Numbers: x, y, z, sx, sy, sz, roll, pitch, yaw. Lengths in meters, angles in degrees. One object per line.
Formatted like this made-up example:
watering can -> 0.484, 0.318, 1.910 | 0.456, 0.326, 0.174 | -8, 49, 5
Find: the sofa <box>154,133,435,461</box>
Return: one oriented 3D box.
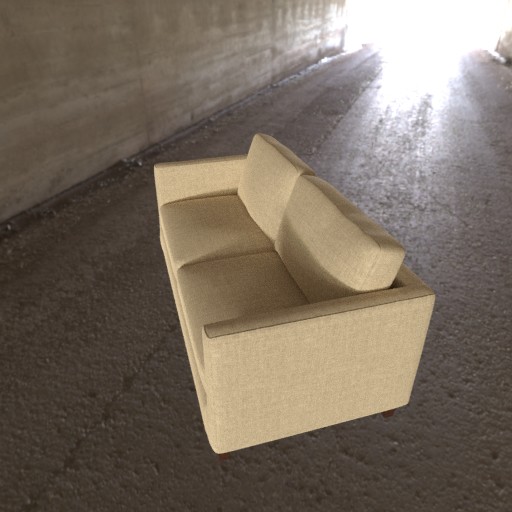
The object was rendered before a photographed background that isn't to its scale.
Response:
sofa -> 0.000, 0.000, 2.512 | 0.950, 0.963, 1.884 | -9, 32, -14
